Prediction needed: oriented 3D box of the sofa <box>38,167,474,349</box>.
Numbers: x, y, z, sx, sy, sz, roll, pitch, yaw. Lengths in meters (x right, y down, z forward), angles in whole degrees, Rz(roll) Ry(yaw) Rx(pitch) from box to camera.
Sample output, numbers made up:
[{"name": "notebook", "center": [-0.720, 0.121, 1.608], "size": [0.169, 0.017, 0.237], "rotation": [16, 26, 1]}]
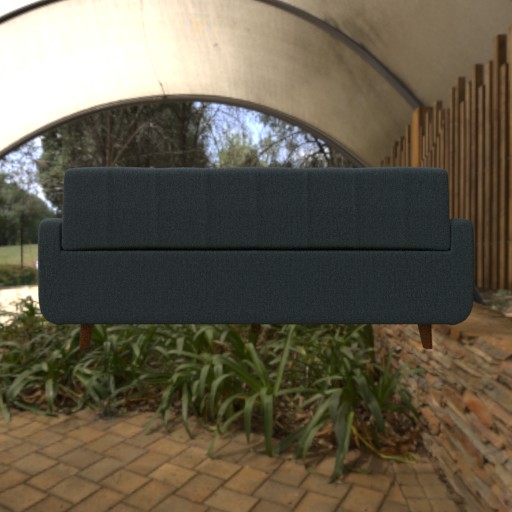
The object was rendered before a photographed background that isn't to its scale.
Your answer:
[{"name": "sofa", "center": [0.000, 0.000, 2.536], "size": [2.055, 0.884, 0.942], "rotation": [0, 1, 0]}]
